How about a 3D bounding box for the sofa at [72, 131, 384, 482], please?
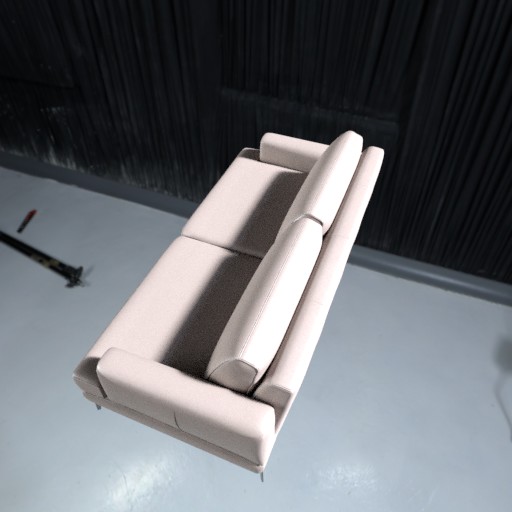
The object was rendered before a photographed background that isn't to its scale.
[{"bbox_3d":[0.000,0.000,2.401,0.974,0.765,1.940,17,49,15],"label":"sofa"}]
